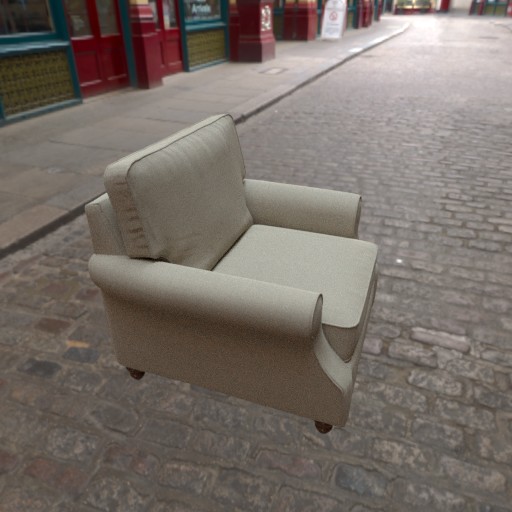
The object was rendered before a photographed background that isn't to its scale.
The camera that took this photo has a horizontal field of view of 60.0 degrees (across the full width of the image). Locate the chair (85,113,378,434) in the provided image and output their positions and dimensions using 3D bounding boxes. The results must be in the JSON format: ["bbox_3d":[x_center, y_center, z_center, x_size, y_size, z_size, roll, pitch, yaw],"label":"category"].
[{"bbox_3d":[0.000,0.000,1.836,0.966,0.967,1.029,10,31,17],"label":"chair"}]
